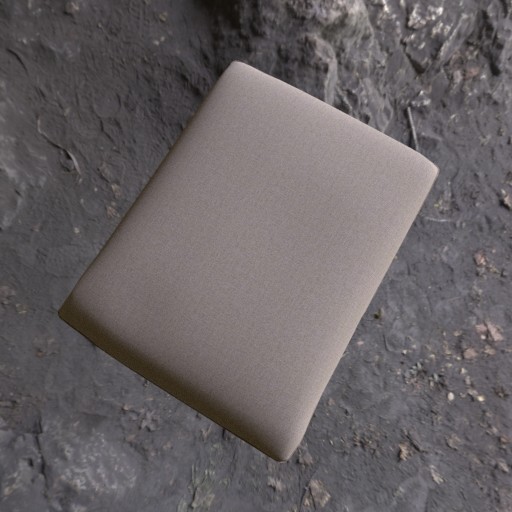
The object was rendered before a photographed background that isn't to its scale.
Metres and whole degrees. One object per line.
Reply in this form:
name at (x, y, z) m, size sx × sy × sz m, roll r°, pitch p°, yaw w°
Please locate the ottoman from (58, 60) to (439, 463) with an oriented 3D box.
ottoman at (0.000, 0.000, 1.035) m, size 0.541 × 0.463 × 0.684 m, roll 30°, pitch 79°, yaw 7°
